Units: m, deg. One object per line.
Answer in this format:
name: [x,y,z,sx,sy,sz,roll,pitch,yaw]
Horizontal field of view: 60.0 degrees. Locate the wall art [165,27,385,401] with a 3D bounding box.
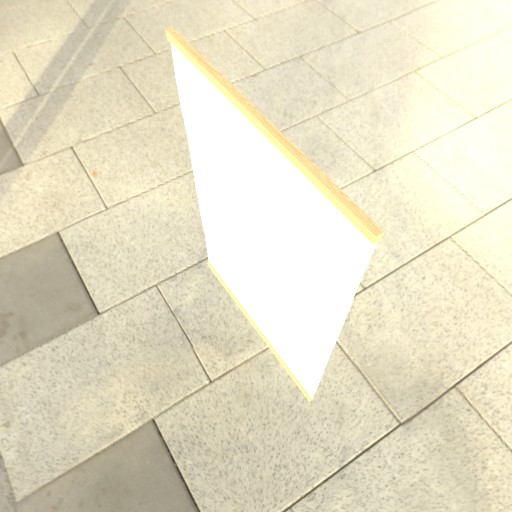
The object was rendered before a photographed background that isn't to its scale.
wall art: [0.000,0.000,1.894,0.025,1.521,1.011,-31,63,-18]
